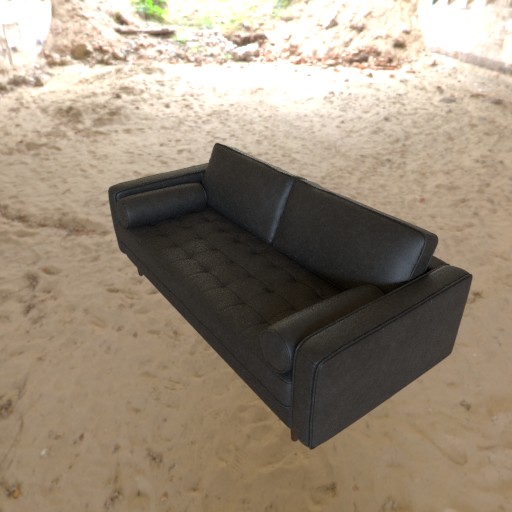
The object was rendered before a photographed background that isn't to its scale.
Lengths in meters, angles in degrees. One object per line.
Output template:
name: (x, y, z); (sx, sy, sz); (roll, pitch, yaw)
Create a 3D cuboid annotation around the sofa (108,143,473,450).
sofa: (0.000, 0.000, 2.338); (0.921, 0.770, 1.879); (-20, 36, -31)
